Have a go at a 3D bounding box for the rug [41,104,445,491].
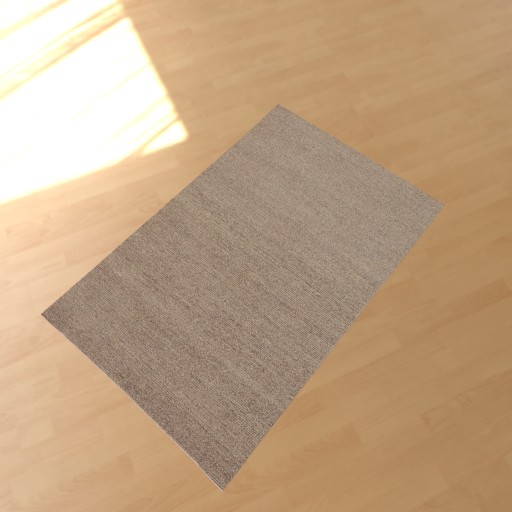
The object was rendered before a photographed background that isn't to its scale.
[{"bbox_3d":[0.000,0.000,2.234,1.154,0.021,1.792,37,68,17],"label":"rug"}]
